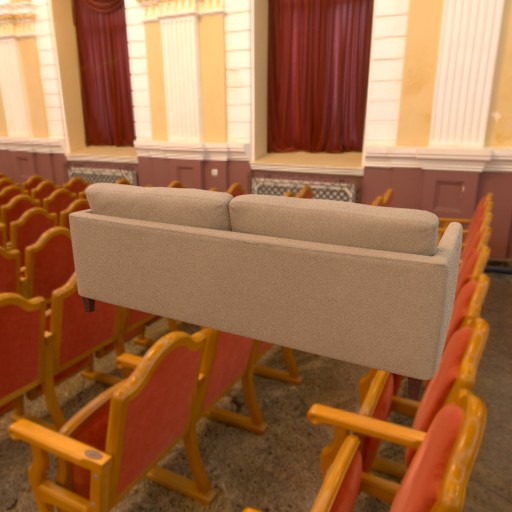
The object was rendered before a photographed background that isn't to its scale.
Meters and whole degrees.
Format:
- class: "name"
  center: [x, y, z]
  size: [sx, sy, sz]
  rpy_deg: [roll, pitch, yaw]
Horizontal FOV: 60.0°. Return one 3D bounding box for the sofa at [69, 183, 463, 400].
- class: "sofa"
  center: [0.000, 0.000, 2.917]
  size: [2.404, 0.912, 0.988]
  rpy_deg: [9, 19, 26]
